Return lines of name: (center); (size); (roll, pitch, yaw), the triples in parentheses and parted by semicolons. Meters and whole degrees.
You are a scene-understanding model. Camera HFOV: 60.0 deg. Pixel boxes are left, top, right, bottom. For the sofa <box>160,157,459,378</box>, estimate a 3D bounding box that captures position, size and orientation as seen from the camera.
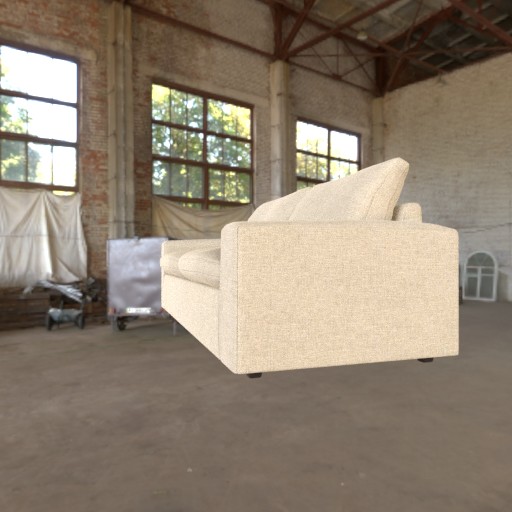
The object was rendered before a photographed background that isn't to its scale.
sofa: (0.000, 0.000, 2.787); (1.040, 0.922, 2.299); (0, 0, -18)
